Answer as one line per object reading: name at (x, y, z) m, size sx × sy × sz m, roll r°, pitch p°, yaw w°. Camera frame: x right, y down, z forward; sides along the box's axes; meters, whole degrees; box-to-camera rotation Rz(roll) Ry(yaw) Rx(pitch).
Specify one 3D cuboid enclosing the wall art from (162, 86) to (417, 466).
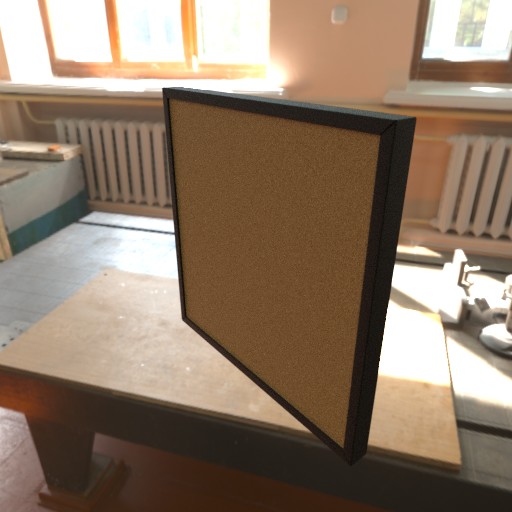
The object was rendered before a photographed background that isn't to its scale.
wall art at (0.000, 0.000, 0.752) m, size 0.037 × 0.508 × 0.508 m, roll -19°, pitch 31°, yaw -34°
